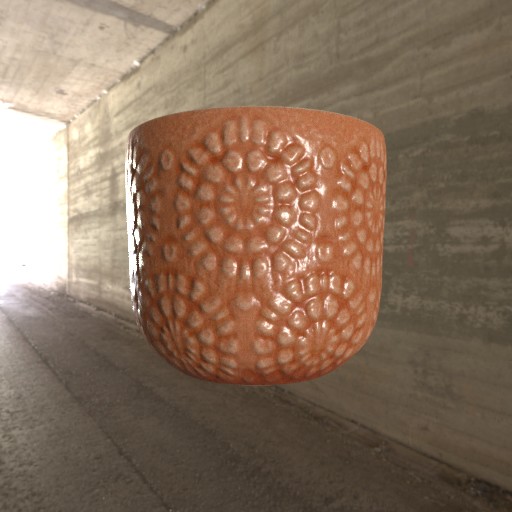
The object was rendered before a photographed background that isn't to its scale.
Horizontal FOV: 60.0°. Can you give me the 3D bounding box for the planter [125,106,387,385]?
[{"bbox_3d":[0.000,0.000,0.220,0.124,0.109,0.124,0,1,0],"label":"planter"}]
